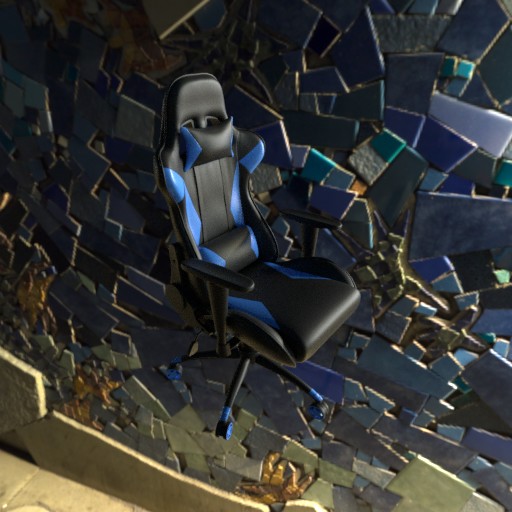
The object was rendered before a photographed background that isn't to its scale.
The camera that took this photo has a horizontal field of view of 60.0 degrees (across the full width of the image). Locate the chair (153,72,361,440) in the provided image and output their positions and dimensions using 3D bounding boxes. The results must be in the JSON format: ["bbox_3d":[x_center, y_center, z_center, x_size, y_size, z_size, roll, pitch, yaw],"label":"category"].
[{"bbox_3d":[0.000,0.000,1.709,0.730,1.282,0.695,19,32,32],"label":"chair"}]
